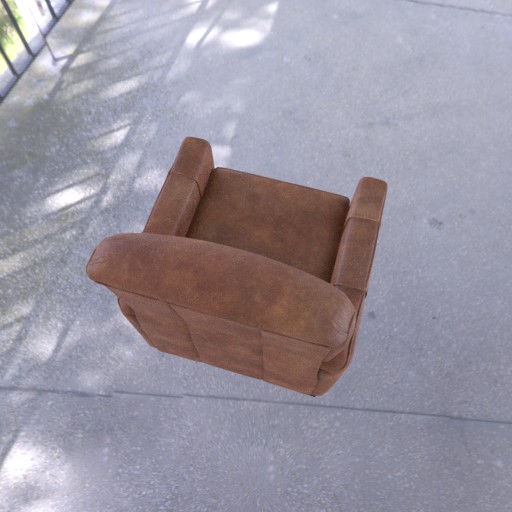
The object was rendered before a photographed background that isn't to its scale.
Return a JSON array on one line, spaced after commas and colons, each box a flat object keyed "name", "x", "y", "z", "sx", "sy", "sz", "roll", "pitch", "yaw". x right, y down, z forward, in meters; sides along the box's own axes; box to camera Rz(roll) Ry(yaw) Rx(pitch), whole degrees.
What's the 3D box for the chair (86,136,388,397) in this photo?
[{"name": "chair", "x": 0.000, "y": 0.000, "z": 1.677, "sx": 0.843, "sy": 1.043, "sz": 0.836, "roll": 15, "pitch": 63, "yaw": 8}]
